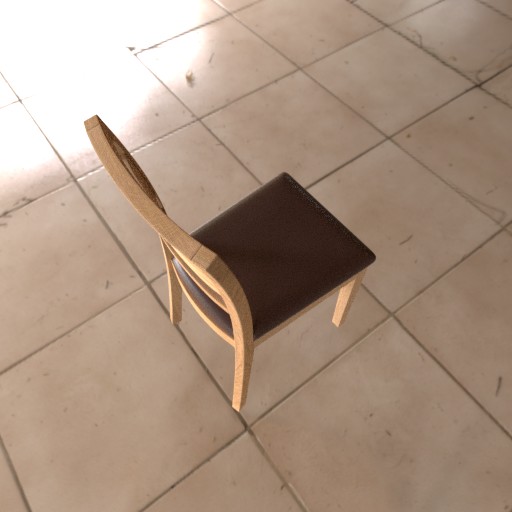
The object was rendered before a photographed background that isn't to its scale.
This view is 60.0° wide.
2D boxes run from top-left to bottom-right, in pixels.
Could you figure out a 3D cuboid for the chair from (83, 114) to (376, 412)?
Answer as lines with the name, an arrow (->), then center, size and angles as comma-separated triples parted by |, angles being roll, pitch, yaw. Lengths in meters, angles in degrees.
chair -> 0.000, 0.000, 1.206 | 0.545, 0.940, 0.420 | -33, 64, -19
